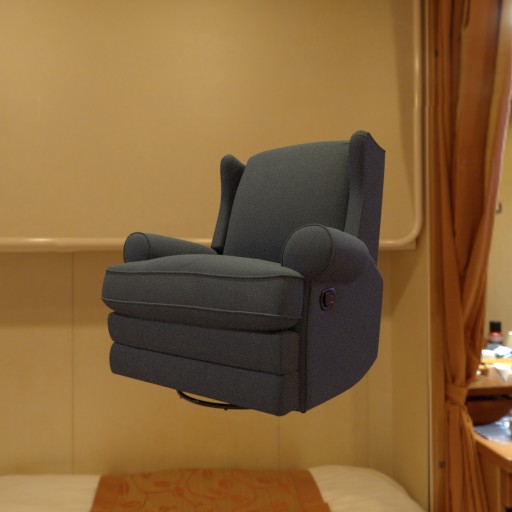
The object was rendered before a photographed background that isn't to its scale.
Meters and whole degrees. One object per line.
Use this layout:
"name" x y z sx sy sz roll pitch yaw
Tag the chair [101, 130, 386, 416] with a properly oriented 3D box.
"chair" 0.000 0.000 1.763 0.971 1.020 0.877 0 0 37
